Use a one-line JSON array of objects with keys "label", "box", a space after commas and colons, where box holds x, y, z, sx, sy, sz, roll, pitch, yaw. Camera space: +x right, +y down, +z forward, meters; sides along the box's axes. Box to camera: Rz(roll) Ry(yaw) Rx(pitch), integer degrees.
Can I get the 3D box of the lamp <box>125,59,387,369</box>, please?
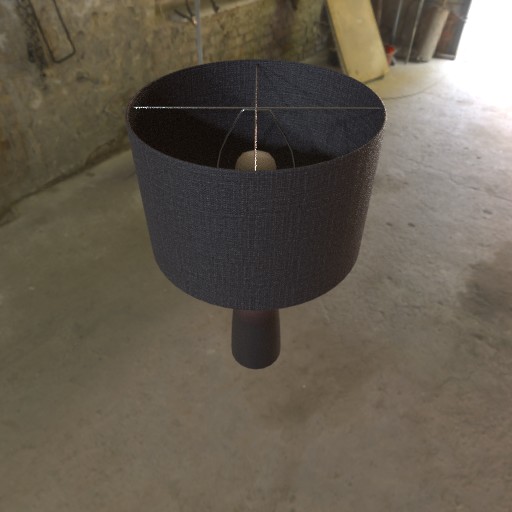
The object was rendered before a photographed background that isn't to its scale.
[{"label": "lamp", "box": [0.000, 0.000, 0.688, 0.303, 0.488, 0.303, 0, 42, 0]}]
